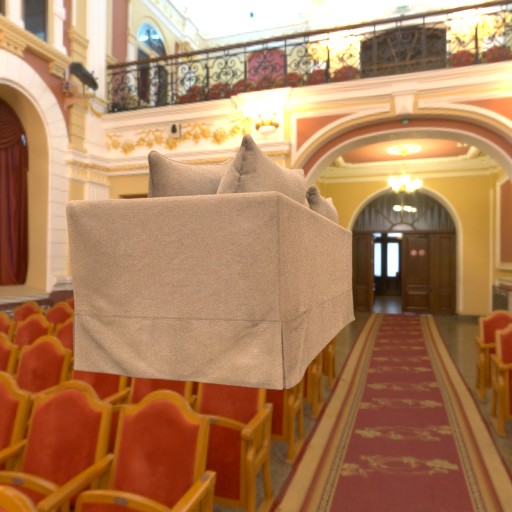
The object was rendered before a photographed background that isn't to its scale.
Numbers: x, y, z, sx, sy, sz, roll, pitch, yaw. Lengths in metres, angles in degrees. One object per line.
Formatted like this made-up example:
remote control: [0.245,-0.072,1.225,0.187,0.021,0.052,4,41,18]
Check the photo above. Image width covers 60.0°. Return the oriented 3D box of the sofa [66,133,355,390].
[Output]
sofa: [0.000,0.000,2.839,1.031,1.034,2.290,0,-1,19]
